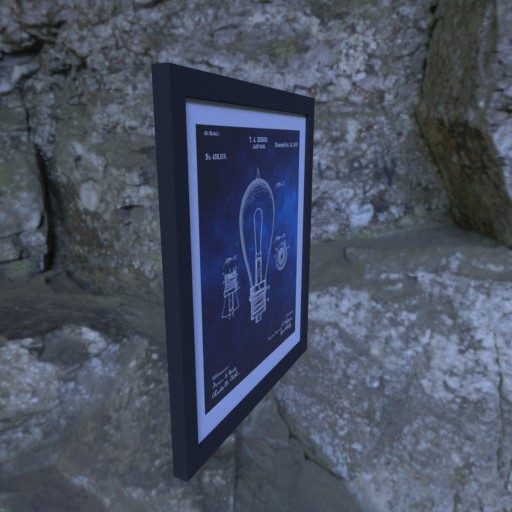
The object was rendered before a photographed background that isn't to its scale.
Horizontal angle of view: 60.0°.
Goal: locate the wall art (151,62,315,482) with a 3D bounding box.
[{"bbox_3d":[0.000,0.000,0.700,0.023,0.505,0.428,7,16,26],"label":"wall art"}]
